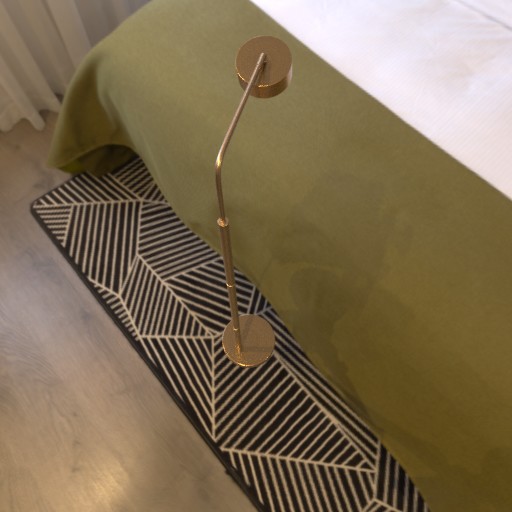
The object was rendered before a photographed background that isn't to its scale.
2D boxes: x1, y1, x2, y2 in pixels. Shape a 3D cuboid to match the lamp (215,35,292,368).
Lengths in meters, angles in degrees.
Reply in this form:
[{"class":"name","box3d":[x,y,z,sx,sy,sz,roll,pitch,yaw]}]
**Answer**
[{"class":"lamp","box3d":[0.000,0.000,1.370,0.219,1.230,0.418,16,64,8]}]
